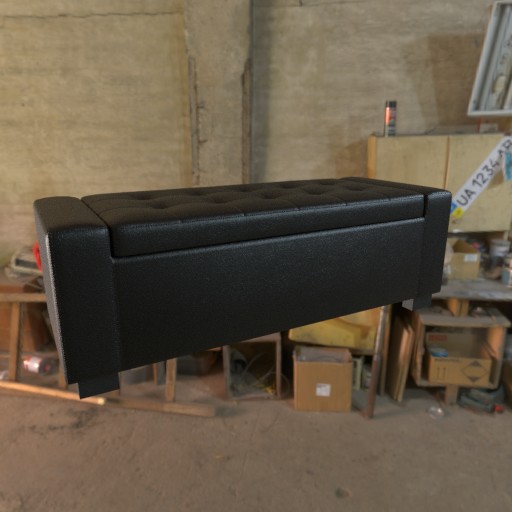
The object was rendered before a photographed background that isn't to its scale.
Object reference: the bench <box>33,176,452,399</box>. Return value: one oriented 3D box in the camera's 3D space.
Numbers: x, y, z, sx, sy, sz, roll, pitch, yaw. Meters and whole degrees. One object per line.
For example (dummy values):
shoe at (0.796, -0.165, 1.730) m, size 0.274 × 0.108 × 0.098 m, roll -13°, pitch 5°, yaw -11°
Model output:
bench at (0.000, 0.000, 1.506) m, size 1.296 × 0.445 × 0.508 m, roll -9°, pitch 18°, yaw -27°
